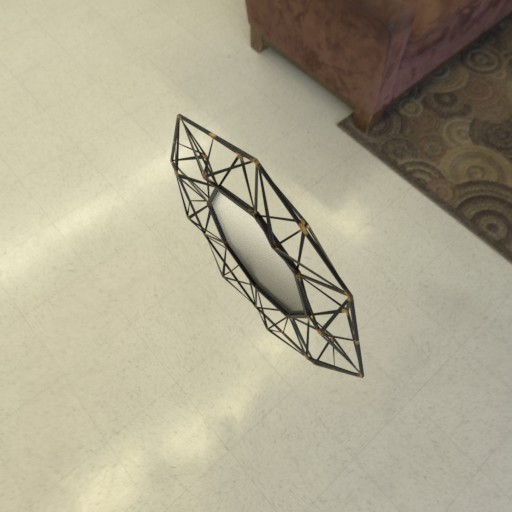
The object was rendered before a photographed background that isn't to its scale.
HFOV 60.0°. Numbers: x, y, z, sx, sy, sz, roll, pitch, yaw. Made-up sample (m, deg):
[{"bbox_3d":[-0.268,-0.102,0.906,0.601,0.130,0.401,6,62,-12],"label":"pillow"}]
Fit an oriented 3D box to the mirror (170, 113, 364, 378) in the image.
[{"bbox_3d":[0.000,0.000,1.035,0.094,0.710,0.710,-36,69,-16],"label":"mirror"}]
